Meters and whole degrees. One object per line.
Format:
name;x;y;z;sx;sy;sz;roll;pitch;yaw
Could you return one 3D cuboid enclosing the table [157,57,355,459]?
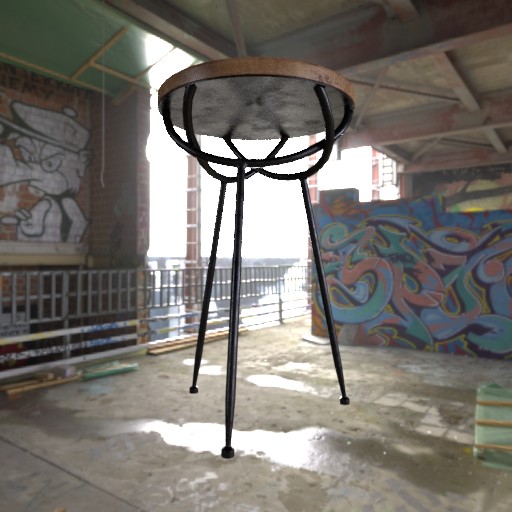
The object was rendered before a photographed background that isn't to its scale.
table;0.000;0.000;0.944;0.414;0.664;0.418;0;0;-34
